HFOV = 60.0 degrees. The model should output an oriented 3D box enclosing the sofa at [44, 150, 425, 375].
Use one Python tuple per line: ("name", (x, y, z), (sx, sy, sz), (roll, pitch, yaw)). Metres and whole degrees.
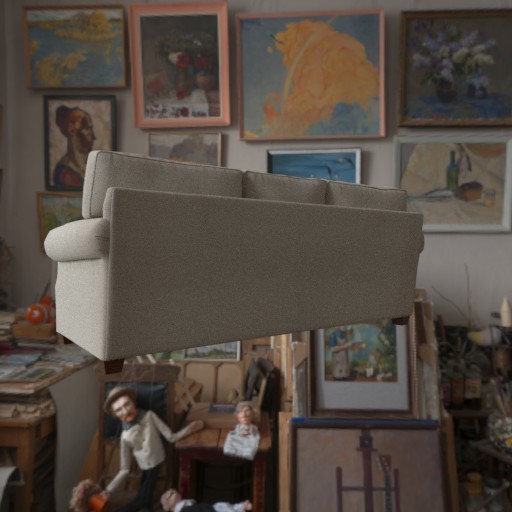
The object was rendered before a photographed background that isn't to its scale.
("sofa", (0.000, 0.000, 2.774), (2.312, 0.975, 0.965), (-1, 1, -36))
